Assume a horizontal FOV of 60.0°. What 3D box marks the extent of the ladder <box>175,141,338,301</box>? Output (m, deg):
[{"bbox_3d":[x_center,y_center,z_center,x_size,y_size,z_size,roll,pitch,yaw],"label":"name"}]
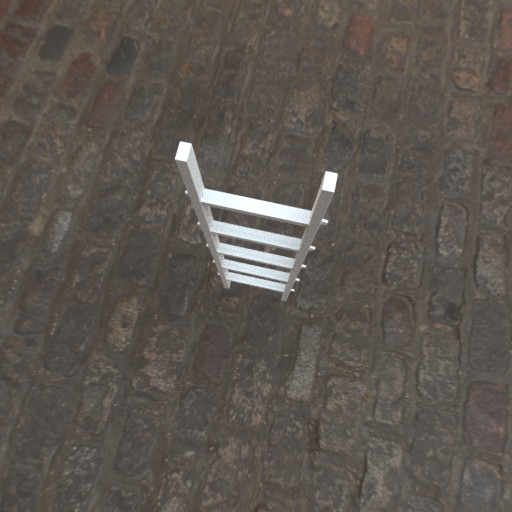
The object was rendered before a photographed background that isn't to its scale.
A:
[{"bbox_3d":[0.000,0.000,1.967,0.452,1.797,0.051,12,76,3],"label":"ladder"}]
